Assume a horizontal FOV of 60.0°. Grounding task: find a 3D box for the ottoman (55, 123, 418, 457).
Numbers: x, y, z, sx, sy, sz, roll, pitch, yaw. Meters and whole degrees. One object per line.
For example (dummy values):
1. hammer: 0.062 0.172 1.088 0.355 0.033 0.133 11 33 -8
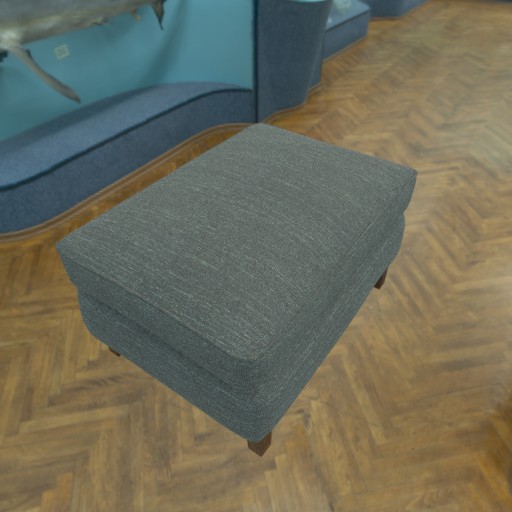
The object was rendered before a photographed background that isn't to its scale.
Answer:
1. ottoman: 0.000 0.000 1.021 0.508 0.406 0.686 25 47 26
